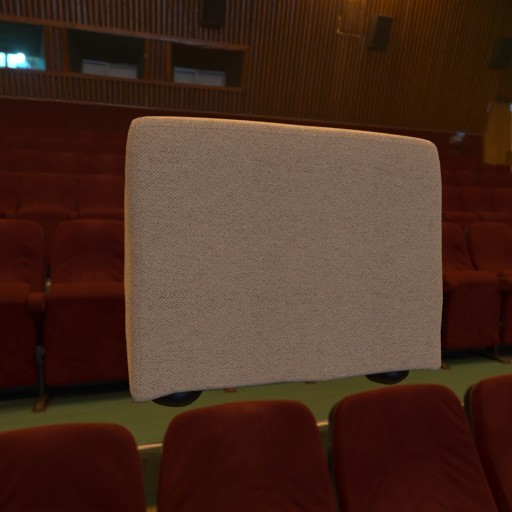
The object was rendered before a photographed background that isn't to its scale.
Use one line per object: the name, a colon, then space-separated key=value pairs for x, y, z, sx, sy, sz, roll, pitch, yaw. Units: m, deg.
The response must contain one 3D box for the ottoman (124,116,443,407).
ottoman: x=0.000 y=0.000 z=0.913 sx=0.521 sy=0.453 sz=0.512 roll=0 pitch=1 yaw=-17
